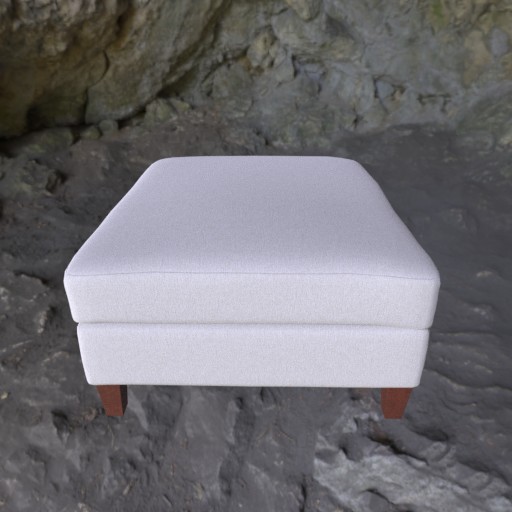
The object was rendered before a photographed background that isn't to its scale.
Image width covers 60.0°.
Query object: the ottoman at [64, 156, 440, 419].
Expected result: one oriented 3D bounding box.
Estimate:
[{"bbox_3d":[0.000,0.000,1.445,0.836,0.492,0.976,0,27,1],"label":"ottoman"}]
